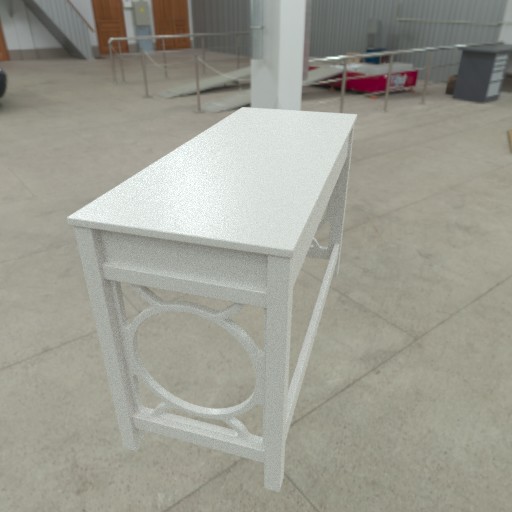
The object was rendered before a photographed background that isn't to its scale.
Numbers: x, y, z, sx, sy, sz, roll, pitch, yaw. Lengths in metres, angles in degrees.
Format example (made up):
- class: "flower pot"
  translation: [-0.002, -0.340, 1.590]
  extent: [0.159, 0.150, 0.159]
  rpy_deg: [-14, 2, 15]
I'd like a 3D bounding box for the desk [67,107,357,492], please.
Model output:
- class: "desk"
  translation: [0.000, 0.000, 1.566]
  extent: [0.504, 0.762, 1.191]
  rpy_deg: [9, 31, 15]
